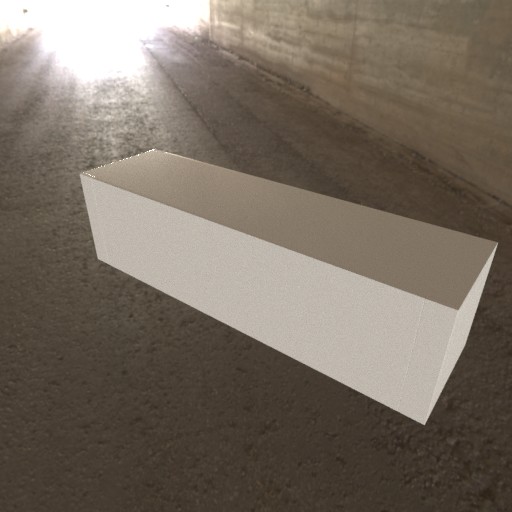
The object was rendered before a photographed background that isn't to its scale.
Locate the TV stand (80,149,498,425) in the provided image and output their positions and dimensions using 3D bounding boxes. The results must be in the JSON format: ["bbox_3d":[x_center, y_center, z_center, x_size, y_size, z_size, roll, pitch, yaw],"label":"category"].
[{"bbox_3d":[0.000,0.000,1.682,1.500,0.440,0.410,21,37,31],"label":"TV stand"}]
